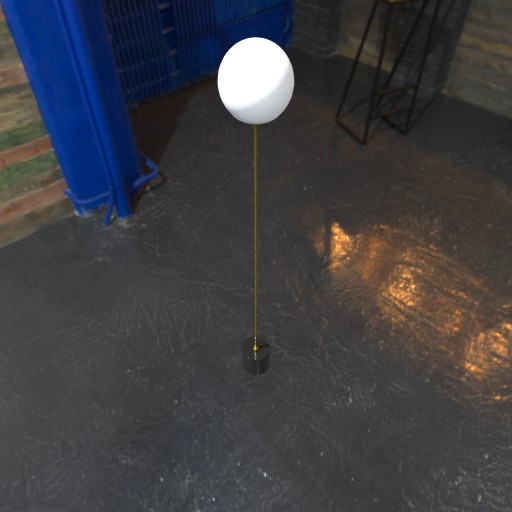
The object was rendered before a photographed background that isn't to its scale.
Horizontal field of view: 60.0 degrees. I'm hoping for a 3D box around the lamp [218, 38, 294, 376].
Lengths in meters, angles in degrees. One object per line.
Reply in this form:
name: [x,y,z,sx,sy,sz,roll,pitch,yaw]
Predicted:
lamp: [0.000,0.000,1.878,0.229,1.748,0.229,-32,54,-27]
